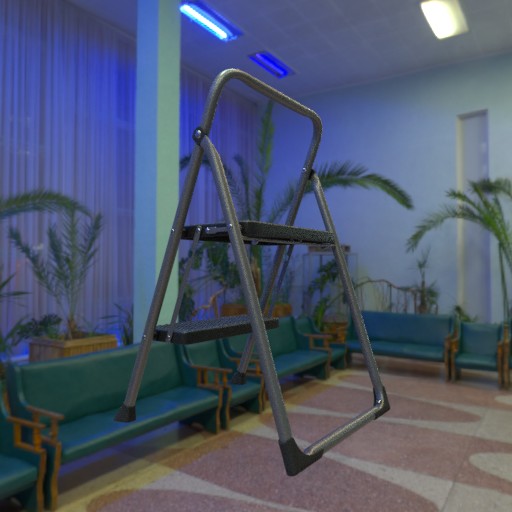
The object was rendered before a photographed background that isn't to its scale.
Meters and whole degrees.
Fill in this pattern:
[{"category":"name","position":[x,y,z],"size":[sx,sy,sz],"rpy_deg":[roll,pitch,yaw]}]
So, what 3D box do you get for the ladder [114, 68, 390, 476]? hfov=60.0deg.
[{"category":"ladder","position":[0.000,0.000,1.012],"size":[0.472,0.720,0.430],"rpy_deg":[-1,-2,37]}]
